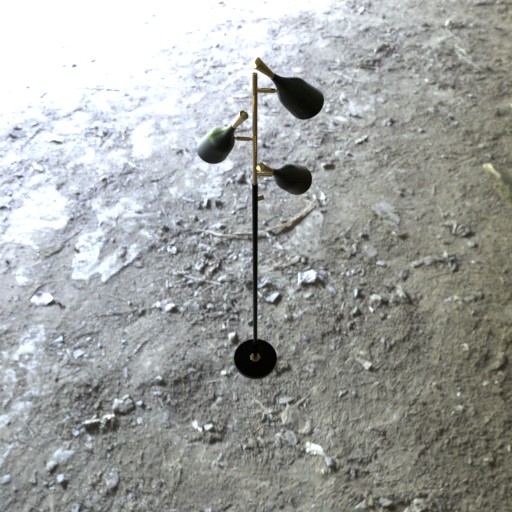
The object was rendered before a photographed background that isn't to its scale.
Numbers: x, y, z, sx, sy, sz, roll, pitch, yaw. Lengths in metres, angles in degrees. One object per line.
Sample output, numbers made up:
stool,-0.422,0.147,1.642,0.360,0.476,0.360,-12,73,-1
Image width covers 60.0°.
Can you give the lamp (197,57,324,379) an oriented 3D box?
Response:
lamp,0.000,0.000,1.940,0.434,1.778,0.253,4,47,4
